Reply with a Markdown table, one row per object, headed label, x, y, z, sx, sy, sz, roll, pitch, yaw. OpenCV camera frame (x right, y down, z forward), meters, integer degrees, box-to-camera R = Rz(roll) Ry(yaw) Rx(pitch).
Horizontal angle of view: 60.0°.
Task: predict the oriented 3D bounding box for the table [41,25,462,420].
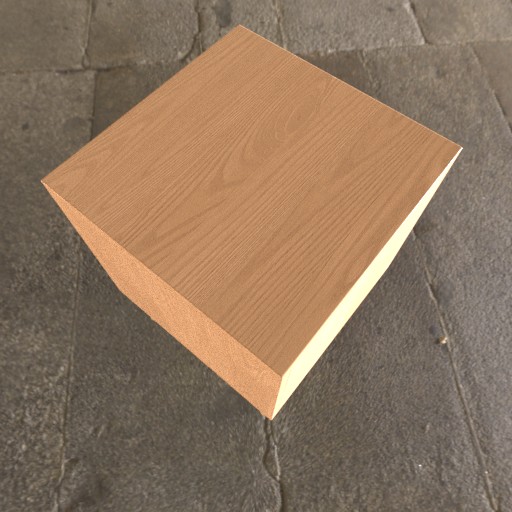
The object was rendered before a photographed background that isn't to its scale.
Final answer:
| label | x | y | z | sx | sy | sz | roll | pitch | yaw |
| --- | --- | --- | --- | --- | --- | --- | --- | --- | --- |
| table | 0.000 | 0.000 | 0.836 | 0.400 | 0.550 | 0.400 | 36 | 69 | 17 |
